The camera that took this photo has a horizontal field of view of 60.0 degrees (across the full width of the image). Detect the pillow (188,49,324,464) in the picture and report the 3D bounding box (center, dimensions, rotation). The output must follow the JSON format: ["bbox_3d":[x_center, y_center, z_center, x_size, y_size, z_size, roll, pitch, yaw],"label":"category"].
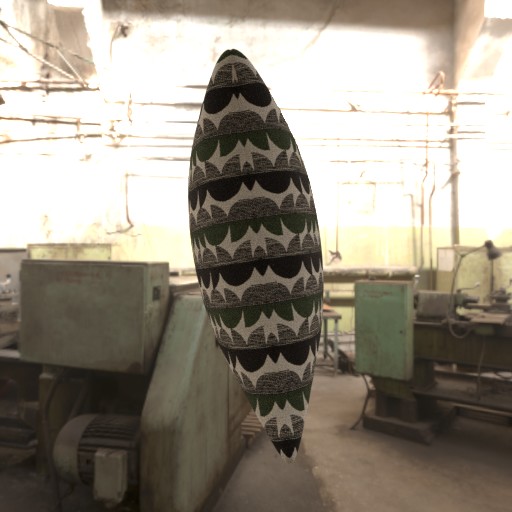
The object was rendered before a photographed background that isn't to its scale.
[{"bbox_3d":[0.000,0.000,0.628,0.180,0.404,0.419,0,0,0],"label":"pillow"}]
